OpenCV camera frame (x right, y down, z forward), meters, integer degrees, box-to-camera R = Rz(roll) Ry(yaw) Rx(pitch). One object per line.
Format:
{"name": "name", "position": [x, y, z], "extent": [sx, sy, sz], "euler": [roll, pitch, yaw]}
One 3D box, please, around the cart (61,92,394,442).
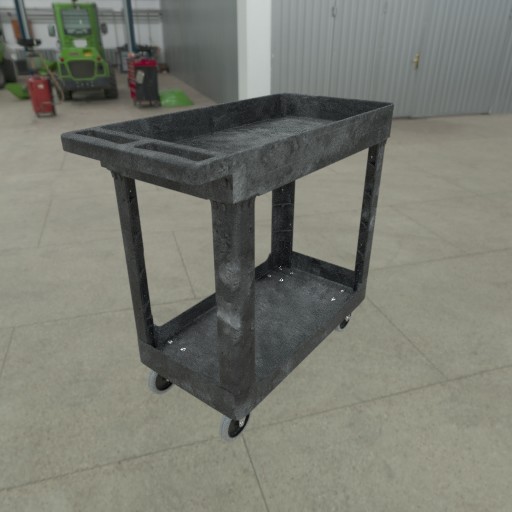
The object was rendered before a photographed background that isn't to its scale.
{"name": "cart", "position": [0.000, 0.000, 1.344], "extent": [0.420, 0.824, 0.877], "euler": [19, 33, 33]}
